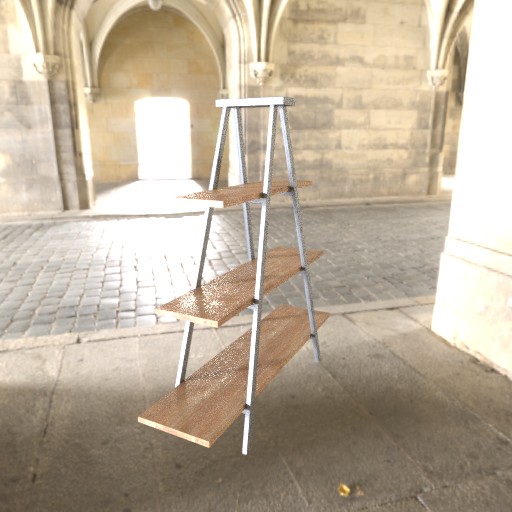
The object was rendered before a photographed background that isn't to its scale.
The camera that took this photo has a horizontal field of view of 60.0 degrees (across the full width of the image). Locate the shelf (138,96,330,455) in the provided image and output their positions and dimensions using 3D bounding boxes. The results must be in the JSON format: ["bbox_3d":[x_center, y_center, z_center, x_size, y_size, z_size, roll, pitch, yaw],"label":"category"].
[{"bbox_3d":[0.000,0.000,2.701,0.508,1.808,1.746,8,17,26],"label":"shelf"}]
